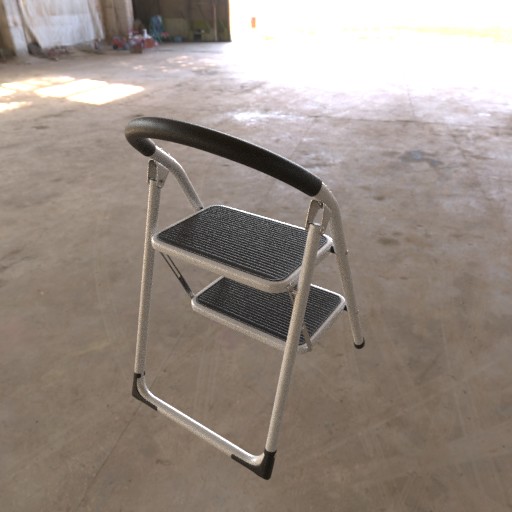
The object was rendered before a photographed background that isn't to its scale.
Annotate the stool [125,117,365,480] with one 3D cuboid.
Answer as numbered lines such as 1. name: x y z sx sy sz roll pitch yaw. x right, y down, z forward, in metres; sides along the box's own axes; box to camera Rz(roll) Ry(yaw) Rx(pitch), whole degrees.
1. stool: 0.000 0.000 1.101 0.453 0.760 0.559 19 35 29
